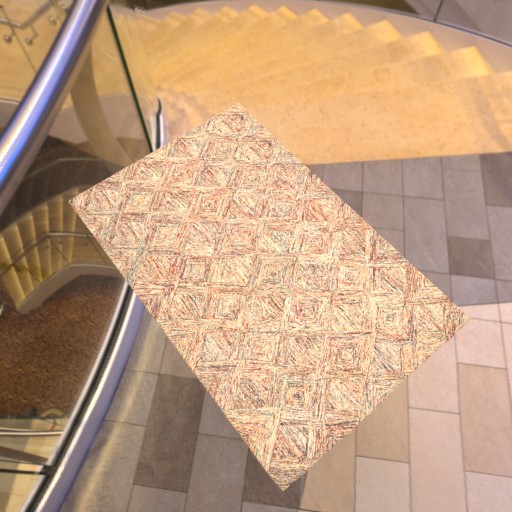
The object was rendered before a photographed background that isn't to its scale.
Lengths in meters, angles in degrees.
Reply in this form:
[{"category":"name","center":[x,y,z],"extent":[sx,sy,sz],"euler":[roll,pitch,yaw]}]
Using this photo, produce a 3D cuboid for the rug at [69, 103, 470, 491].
[{"category":"rug","center":[0.000,0.000,2.198],"extent":[1.143,0.014,1.761],"euler":[-36,68,-17]}]
